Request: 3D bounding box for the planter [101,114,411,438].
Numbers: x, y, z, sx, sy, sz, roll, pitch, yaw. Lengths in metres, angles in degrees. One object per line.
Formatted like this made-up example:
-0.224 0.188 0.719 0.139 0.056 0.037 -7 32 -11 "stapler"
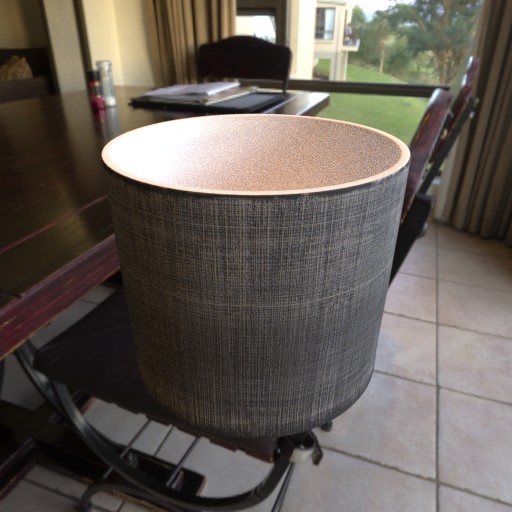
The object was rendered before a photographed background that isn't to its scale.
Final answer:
0.000 0.000 0.432 0.254 0.221 0.254 0 28 0 "planter"
